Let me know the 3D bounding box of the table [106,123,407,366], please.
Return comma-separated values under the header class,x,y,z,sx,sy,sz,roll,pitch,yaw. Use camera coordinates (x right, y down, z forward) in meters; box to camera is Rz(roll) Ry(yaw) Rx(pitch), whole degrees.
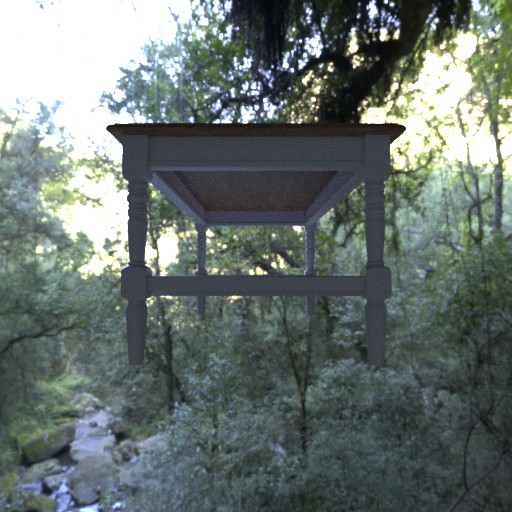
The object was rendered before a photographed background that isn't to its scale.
class,x,y,z,sx,sy,sz,roll,pitch,yaw
table,0.000,0.000,1.372,0.559,0.458,1.118,0,-2,0
